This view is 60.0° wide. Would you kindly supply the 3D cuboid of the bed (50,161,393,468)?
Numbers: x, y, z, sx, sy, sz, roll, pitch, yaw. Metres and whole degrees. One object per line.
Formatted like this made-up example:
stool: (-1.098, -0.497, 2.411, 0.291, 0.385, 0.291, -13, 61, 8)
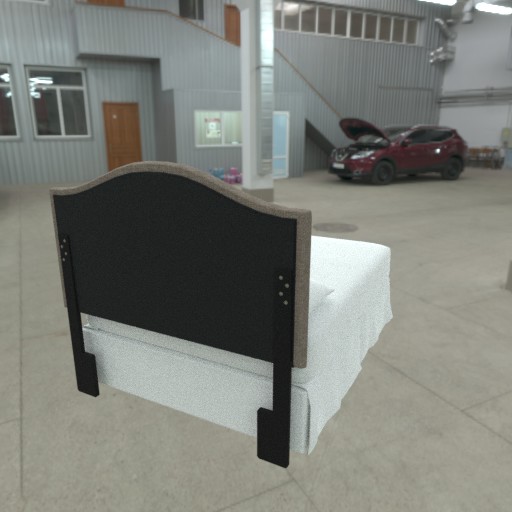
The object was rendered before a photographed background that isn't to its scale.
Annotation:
bed: (0.000, 0.000, 3.302, 1.713, 1.518, 2.153, 8, 18, 26)
